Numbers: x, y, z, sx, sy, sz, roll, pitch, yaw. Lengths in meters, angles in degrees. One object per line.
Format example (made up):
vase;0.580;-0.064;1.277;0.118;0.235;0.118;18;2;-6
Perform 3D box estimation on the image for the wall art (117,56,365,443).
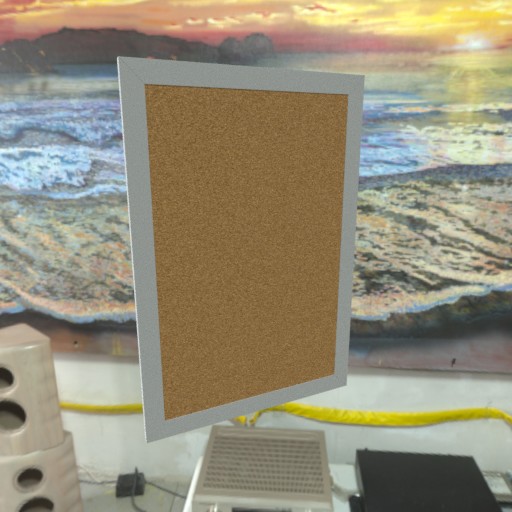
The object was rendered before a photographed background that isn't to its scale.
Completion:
wall art;0.000;0.000;0.833;0.454;0.659;0.011;-7;16;-25
